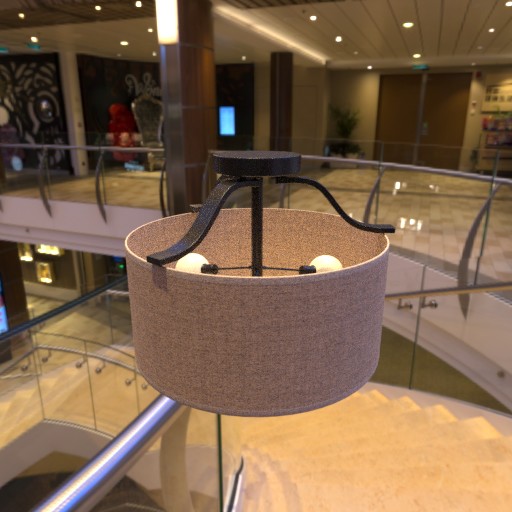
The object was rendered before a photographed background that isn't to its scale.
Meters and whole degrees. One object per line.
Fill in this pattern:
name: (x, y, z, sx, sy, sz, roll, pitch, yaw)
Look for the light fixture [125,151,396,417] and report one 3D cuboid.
light fixture: (0.000, 0.000, 0.678, 0.390, 0.306, 0.390, 0, 18, 0)
